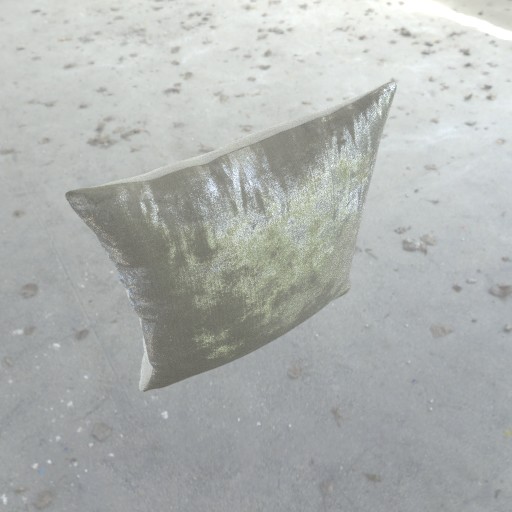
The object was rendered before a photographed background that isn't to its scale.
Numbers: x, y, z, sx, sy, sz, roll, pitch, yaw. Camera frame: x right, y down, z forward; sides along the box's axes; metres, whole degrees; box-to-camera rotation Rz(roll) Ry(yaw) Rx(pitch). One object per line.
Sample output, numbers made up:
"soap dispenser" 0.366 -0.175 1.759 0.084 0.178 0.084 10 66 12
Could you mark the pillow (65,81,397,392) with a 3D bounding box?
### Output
"pillow" 0.000 0.000 0.702 0.470 0.464 0.175 -25 51 -22
